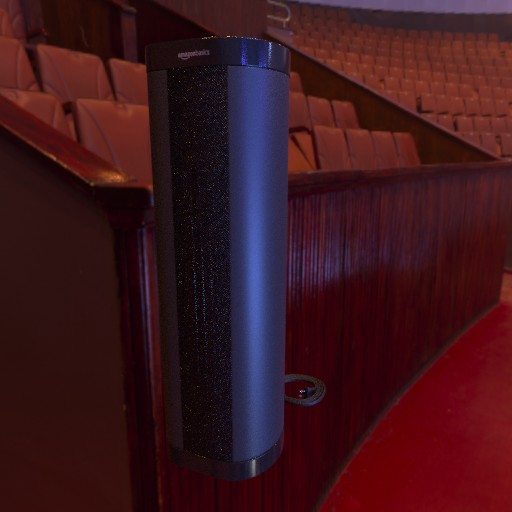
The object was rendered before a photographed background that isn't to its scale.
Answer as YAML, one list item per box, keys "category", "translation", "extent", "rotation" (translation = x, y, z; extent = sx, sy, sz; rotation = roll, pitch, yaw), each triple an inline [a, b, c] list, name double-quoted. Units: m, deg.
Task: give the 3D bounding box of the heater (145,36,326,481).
- category: "heater"
  translation: [0.000, 0.000, 0.678]
  extent: [0.174, 0.552, 0.312]
  rotation: [6, 15, 24]
